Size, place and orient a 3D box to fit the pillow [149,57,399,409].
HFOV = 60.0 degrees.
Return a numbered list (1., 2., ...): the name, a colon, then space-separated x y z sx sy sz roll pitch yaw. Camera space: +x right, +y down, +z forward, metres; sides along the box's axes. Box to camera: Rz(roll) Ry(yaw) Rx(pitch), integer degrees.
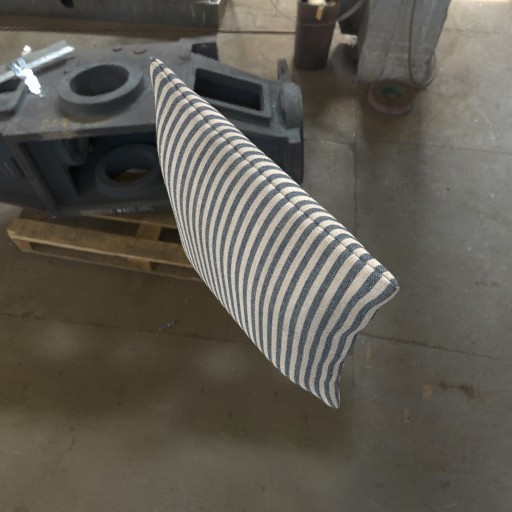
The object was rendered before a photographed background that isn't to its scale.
1. pillow: 0.000 0.000 0.791 0.166 0.510 0.523 -33 63 -19
